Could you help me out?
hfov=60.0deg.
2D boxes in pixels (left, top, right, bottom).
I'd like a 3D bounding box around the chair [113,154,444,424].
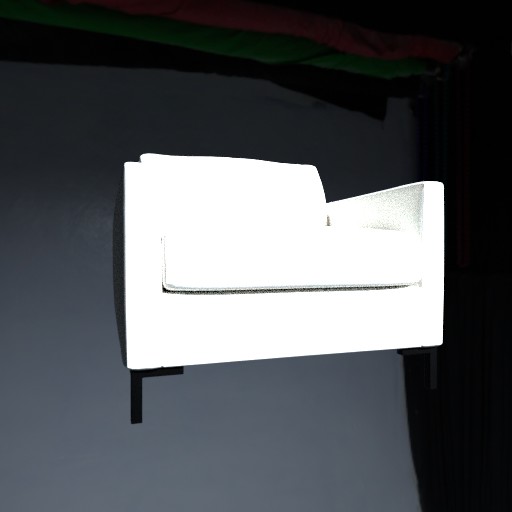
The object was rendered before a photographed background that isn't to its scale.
[{"bbox_3d":[0.000,0.000,1.578,0.964,0.806,0.875,0,0,-19],"label":"chair"}]
